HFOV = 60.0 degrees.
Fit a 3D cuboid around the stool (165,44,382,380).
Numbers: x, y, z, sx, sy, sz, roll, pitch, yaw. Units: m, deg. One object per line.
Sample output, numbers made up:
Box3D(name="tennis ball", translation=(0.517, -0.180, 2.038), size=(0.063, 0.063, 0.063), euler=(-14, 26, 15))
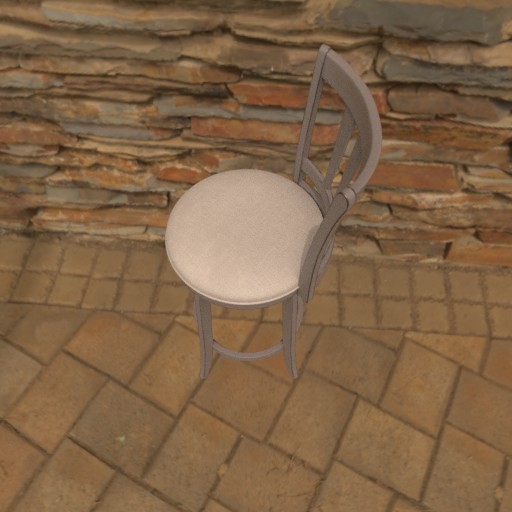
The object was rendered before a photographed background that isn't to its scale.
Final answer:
Box3D(name="stool", translation=(0.000, 0.000, 1.264), size=(0.475, 1.023, 0.436), euler=(0, 58, 0))
